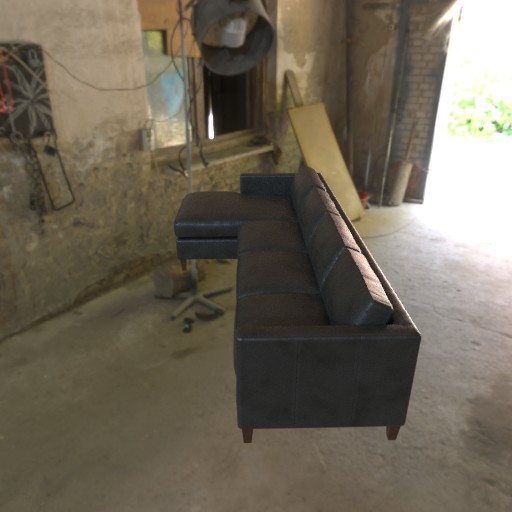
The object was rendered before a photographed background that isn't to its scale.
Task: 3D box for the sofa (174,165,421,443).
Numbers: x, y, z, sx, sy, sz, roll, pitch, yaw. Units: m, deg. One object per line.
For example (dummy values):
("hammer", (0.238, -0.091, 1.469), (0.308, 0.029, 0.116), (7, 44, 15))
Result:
("sofa", (0.000, 0.000, 3.755), (1.581, 0.883, 3.203), (-1, 25, -1))
